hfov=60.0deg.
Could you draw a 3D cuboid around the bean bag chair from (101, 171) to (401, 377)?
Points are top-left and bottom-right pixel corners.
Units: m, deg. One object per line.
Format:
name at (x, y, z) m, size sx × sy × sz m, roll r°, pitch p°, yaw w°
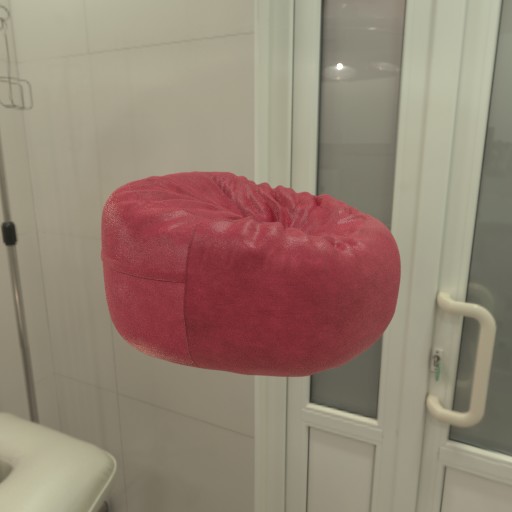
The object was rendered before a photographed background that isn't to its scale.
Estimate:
bean bag chair at (0.000, 0.000, 2.444) m, size 1.524 × 0.878 × 1.524 m, roll 7°, pitch 16°, yaw 26°
